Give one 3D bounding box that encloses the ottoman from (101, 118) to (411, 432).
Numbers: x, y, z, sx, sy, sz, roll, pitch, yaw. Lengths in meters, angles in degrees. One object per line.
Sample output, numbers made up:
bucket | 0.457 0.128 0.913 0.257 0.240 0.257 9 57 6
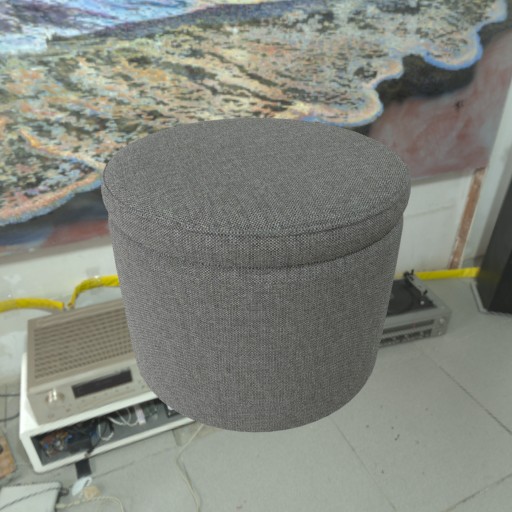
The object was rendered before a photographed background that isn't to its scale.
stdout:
ottoman | 0.000 0.000 0.866 0.520 0.430 0.520 0 32 0
